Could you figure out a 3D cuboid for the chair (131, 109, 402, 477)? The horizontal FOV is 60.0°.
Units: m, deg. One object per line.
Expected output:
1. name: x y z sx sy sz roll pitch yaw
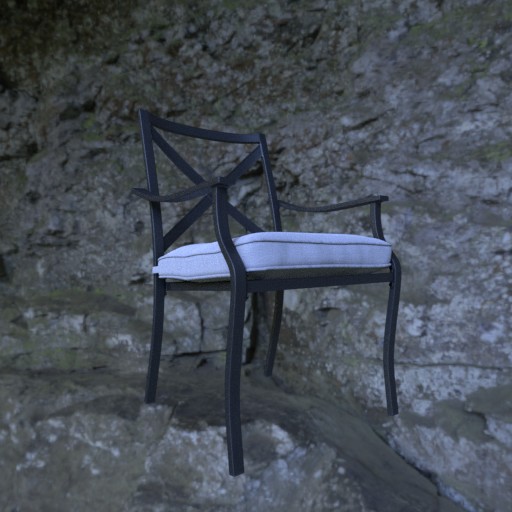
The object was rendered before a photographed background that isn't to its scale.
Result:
1. chair: 0.000 0.000 1.291 0.575 0.889 0.620 -1 1 -38
